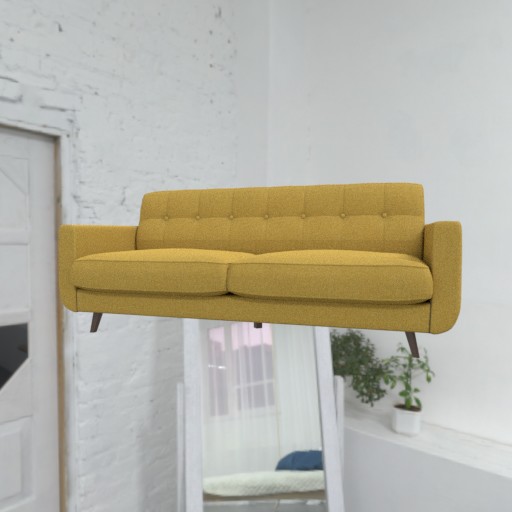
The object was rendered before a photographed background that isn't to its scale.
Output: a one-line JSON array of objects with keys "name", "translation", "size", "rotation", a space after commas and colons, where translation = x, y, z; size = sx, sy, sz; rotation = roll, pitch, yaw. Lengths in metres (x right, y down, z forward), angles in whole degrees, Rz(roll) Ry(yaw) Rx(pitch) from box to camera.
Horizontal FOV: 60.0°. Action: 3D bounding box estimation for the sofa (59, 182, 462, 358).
[{"name": "sofa", "translation": [0.000, 0.000, 2.500], "size": [2.029, 0.841, 0.909], "rotation": [1, 3, 18]}]
